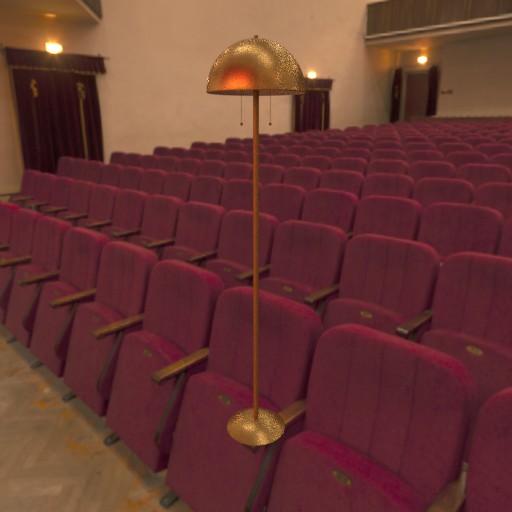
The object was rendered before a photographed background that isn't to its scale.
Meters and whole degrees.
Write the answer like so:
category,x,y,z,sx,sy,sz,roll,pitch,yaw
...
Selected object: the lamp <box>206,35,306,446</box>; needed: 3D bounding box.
category,x,y,z,sx,sy,sz,roll,pitch,yaw
lamp,0.000,0.000,1.638,0.328,1.480,0.328,-16,23,-42
